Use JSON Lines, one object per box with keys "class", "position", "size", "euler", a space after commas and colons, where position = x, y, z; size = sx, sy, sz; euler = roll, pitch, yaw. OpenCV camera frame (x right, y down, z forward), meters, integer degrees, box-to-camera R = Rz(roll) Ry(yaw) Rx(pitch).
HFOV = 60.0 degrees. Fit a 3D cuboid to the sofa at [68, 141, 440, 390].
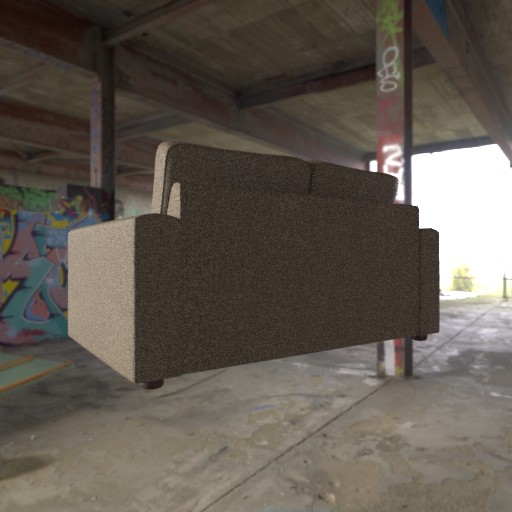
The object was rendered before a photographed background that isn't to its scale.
{"class": "sofa", "position": [0.000, 0.000, 2.247], "size": [1.616, 0.873, 1.016], "euler": [0, 0, -34]}
